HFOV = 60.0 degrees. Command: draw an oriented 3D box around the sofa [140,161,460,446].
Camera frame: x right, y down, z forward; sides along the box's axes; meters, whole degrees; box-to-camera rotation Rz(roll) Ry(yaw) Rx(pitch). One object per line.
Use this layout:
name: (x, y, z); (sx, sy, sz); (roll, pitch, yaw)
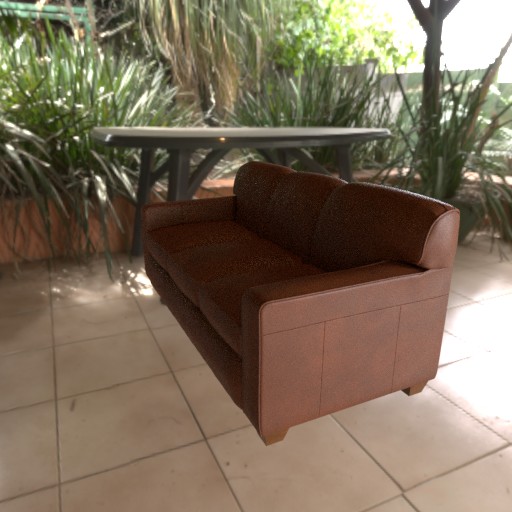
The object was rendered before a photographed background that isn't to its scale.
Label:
sofa: (0.000, 0.000, 2.646); (1.008, 0.953, 2.039); (-8, 20, -24)
